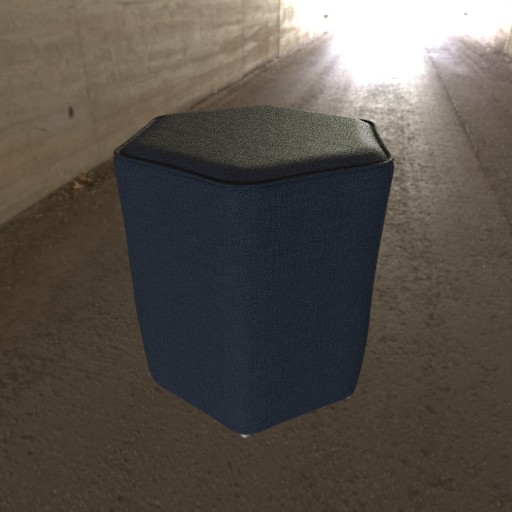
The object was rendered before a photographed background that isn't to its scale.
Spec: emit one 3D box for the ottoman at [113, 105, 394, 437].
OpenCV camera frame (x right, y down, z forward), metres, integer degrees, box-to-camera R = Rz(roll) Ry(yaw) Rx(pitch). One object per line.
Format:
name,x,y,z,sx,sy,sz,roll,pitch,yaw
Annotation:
ottoman,0.000,0.000,0.889,0.492,0.505,0.454,-11,32,-18
